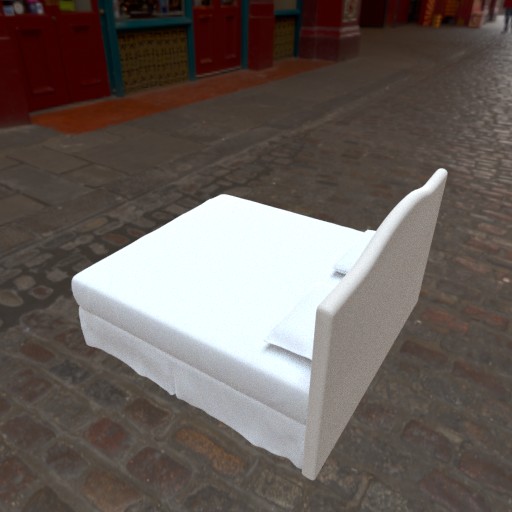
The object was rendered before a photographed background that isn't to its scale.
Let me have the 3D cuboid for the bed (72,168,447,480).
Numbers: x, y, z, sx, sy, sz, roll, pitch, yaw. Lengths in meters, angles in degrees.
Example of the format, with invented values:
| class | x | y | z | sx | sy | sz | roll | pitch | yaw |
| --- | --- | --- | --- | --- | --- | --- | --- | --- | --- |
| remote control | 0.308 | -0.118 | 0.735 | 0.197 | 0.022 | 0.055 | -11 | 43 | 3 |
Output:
| class | x | y | z | sx | sy | sz | roll | pitch | yaw |
| --- | --- | --- | --- | --- | --- | --- | --- | --- | --- |
| bed | 0.000 | 0.000 | 3.478 | 2.182 | 1.421 | 2.083 | 19 | 36 | 28 |
